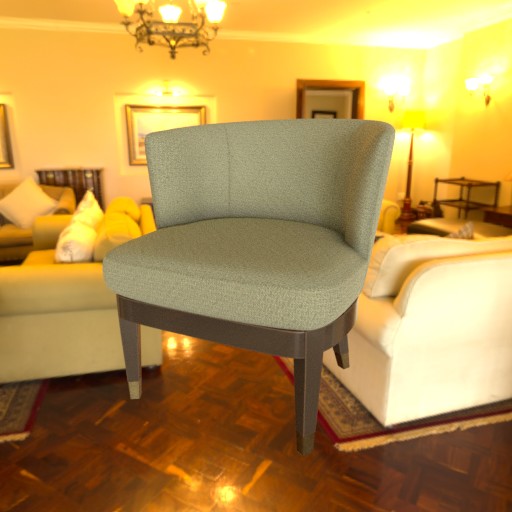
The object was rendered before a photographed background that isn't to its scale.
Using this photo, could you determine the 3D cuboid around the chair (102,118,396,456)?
[{"bbox_3d":[0.000,0.000,1.245,0.700,0.760,0.660,7,16,26],"label":"chair"}]
